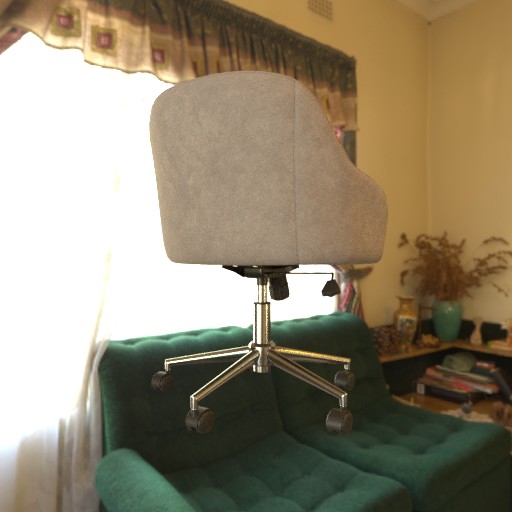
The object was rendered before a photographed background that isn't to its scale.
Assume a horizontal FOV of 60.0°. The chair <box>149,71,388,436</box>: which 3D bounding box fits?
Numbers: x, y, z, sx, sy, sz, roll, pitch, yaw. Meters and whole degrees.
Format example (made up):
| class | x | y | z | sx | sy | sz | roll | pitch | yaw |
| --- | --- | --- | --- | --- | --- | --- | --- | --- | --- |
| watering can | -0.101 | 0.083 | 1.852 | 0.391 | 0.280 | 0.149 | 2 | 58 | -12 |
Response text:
| class | x | y | z | sx | sy | sz | roll | pitch | yaw |
| --- | --- | --- | --- | --- | --- | --- | --- | --- | --- |
| chair | 0.000 | 0.000 | 1.269 | 0.635 | 0.831 | 0.573 | 0 | 0 | 35 |
